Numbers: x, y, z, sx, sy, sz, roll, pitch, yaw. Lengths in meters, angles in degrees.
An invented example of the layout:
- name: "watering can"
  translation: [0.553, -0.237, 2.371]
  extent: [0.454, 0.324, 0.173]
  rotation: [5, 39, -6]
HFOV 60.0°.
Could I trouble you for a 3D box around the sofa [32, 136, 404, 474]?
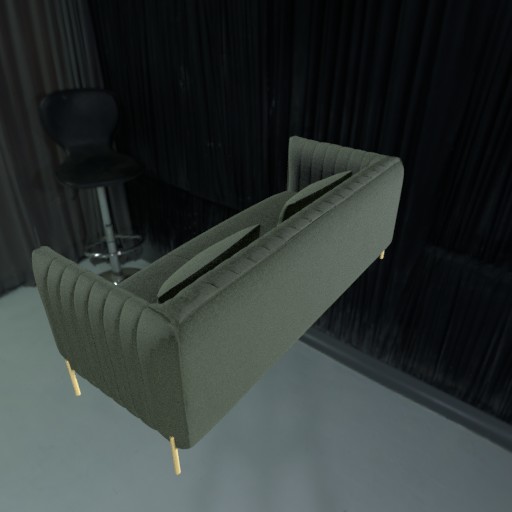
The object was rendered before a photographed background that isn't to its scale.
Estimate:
- name: "sofa"
  translation: [0.000, 0.000, 2.531]
  extent: [0.896, 0.793, 2.137]
  rotation: [21, 37, 30]
